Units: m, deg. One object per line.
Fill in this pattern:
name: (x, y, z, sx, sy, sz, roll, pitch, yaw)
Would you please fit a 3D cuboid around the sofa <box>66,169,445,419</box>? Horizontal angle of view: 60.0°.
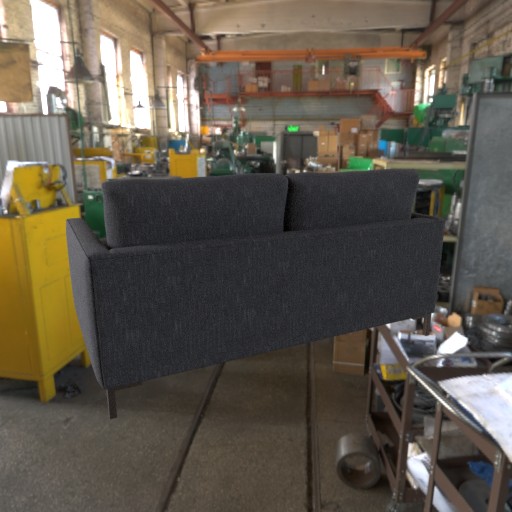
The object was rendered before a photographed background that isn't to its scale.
sofa: (0.000, 0.000, 2.242, 1.716, 0.862, 0.866, -7, 16, -26)
